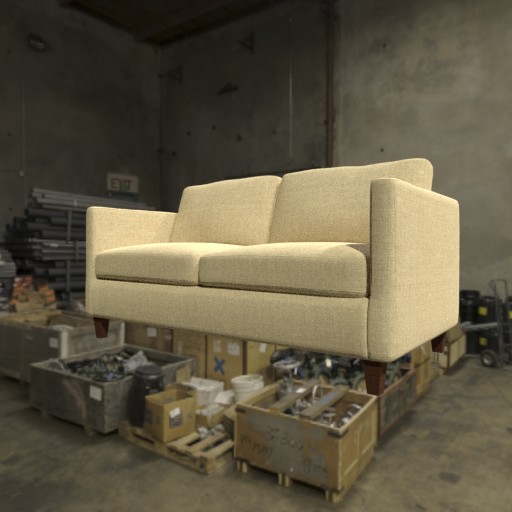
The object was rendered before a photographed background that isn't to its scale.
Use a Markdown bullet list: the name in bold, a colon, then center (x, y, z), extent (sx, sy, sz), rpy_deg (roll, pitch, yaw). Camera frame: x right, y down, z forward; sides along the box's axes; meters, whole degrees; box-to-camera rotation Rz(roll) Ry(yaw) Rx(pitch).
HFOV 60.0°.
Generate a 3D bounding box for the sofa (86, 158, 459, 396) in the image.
- **sofa**: center (0.000, 0.000, 2.418), extent (1.884, 0.963, 0.950), rpy_deg (1, 1, 37)
